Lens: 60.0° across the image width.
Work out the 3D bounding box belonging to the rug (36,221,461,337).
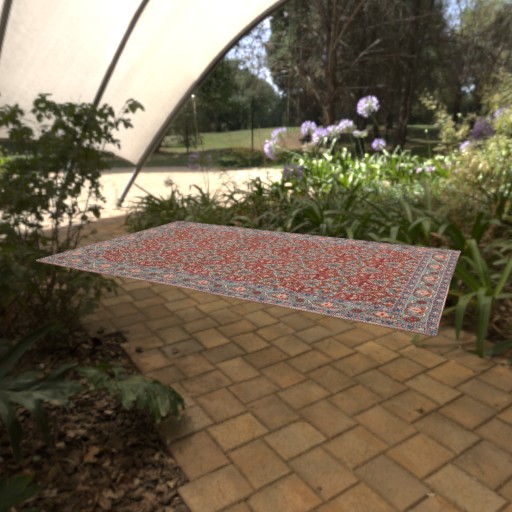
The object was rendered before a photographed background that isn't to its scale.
[{"bbox_3d":[0.000,0.000,2.991,2.439,0.011,1.533,8,17,26],"label":"rug"}]
